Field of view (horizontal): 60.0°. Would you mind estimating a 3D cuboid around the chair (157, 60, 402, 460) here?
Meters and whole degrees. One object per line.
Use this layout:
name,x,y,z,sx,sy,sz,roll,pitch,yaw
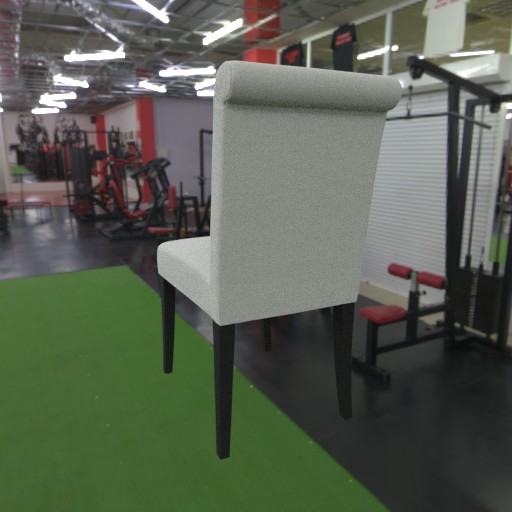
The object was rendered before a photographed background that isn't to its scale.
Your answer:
chair,0.000,0.000,1.363,0.452,0.976,0.708,-6,14,-26
